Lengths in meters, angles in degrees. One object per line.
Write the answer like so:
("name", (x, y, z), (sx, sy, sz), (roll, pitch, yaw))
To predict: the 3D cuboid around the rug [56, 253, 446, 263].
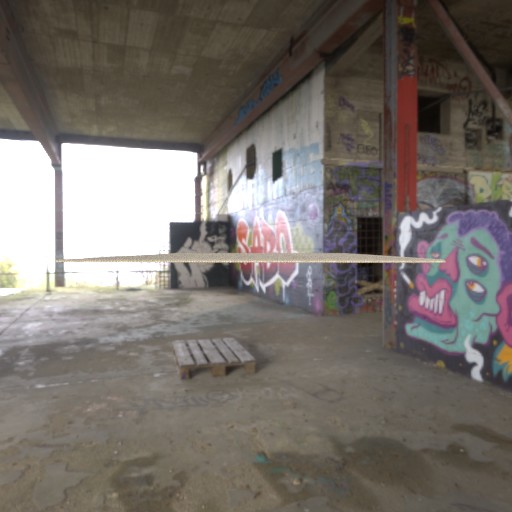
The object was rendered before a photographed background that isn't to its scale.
("rug", (0.000, 0.000, 2.290), (1.219, 0.010, 1.829), (0, 1, 1))
